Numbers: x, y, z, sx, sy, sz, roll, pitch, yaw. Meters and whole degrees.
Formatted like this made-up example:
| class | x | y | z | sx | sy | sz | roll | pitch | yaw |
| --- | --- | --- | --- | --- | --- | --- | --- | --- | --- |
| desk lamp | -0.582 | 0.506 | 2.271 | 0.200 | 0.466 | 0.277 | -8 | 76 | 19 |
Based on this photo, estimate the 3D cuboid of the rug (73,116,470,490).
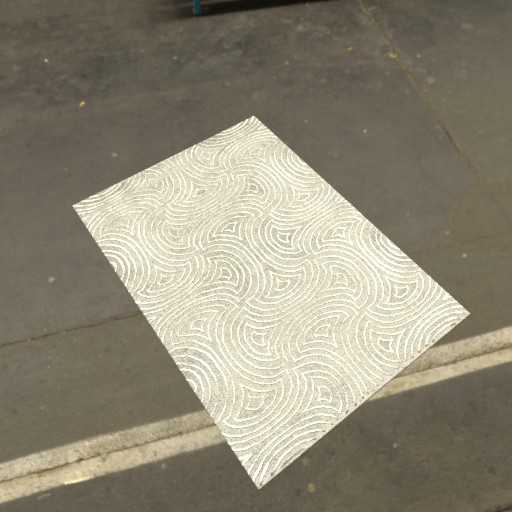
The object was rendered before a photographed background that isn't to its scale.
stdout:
| class | x | y | z | sx | sy | sz | roll | pitch | yaw |
| --- | --- | --- | --- | --- | --- | --- | --- | --- | --- |
| rug | 0.000 | 0.000 | 2.814 | 1.543 | 0.015 | 2.144 | -32 | 63 | -19 |
